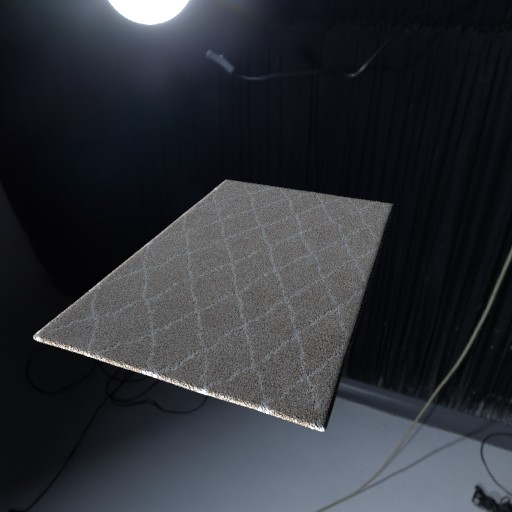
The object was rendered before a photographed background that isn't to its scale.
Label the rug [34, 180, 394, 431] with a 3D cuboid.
[{"bbox_3d":[0.000,0.000,3.443,1.778,0.030,2.743,11,33,18],"label":"rug"}]
